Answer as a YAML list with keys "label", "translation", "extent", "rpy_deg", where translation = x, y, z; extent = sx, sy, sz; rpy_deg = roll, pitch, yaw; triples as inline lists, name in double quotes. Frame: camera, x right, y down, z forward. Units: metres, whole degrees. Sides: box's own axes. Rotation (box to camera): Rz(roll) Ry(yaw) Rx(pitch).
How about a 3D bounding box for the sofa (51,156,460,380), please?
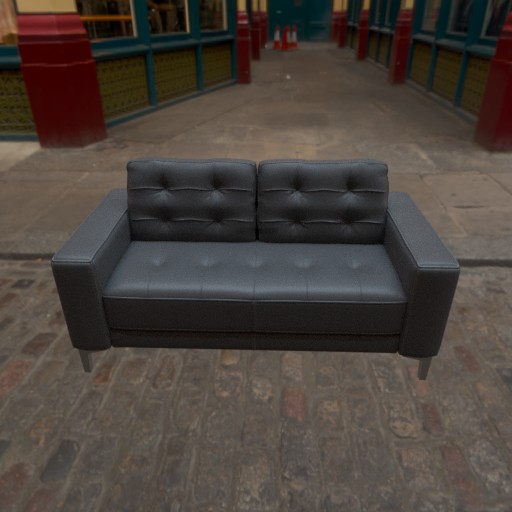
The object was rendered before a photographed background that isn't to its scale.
- label: "sofa"
  translation: [0.000, 0.000, 2.249]
  extent: [1.726, 0.893, 0.833]
  rpy_deg: [1, 30, 2]
